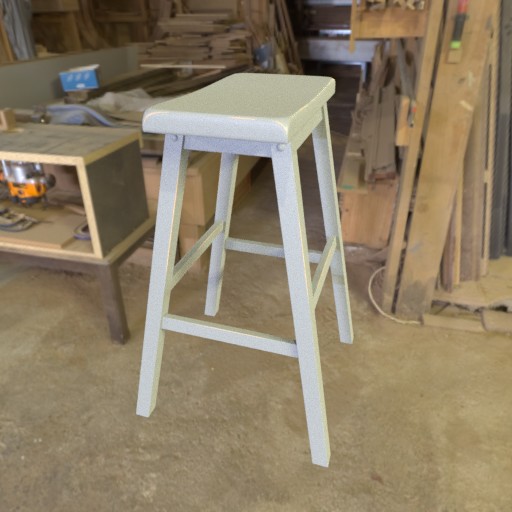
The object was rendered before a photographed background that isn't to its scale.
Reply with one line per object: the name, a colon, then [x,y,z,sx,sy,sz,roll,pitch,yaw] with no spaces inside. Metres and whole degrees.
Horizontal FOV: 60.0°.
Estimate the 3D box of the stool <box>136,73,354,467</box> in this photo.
stool: [0.000,0.000,1.038,0.476,0.737,0.457,9,31,15]
